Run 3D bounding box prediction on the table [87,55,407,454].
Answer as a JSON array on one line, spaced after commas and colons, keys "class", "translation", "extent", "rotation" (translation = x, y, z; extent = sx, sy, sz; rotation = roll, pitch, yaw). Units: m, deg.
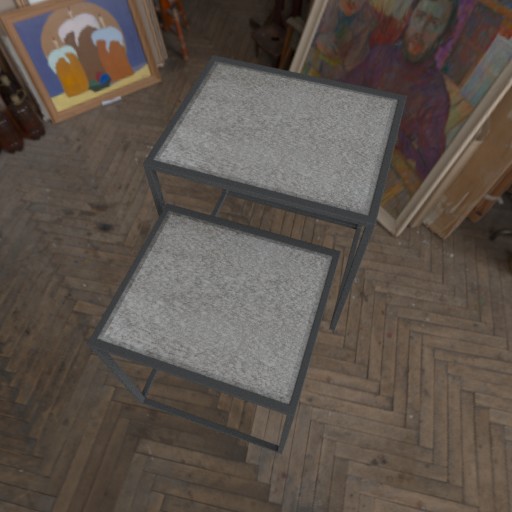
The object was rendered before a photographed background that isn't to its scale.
[{"class": "table", "translation": [0.000, 0.000, 1.153], "extent": [0.508, 0.540, 0.788], "rotation": [16, 59, 10]}]
